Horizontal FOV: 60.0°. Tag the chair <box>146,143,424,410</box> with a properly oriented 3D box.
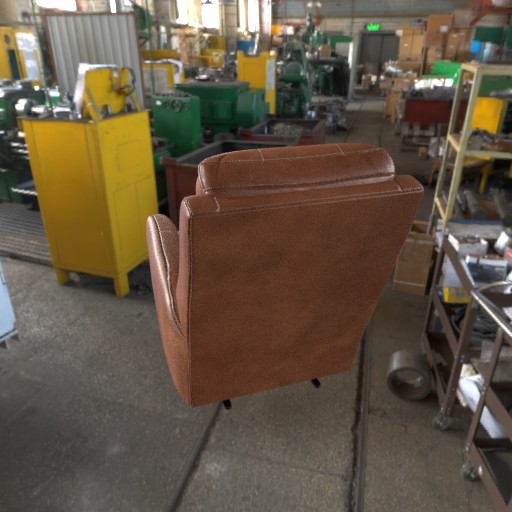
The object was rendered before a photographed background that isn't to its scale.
[{"bbox_3d":[0.000,0.000,1.778,0.821,1.016,1.072,-8,27,-17],"label":"chair"}]
